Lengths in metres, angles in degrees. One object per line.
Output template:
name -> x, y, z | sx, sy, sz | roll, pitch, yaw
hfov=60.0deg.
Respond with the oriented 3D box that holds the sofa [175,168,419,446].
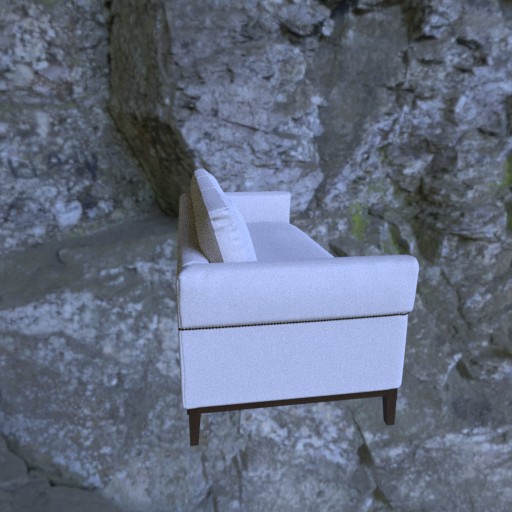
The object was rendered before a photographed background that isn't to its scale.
sofa -> 0.000, 0.000, 2.657 | 0.902, 0.911, 2.198 | -2, 15, -9
